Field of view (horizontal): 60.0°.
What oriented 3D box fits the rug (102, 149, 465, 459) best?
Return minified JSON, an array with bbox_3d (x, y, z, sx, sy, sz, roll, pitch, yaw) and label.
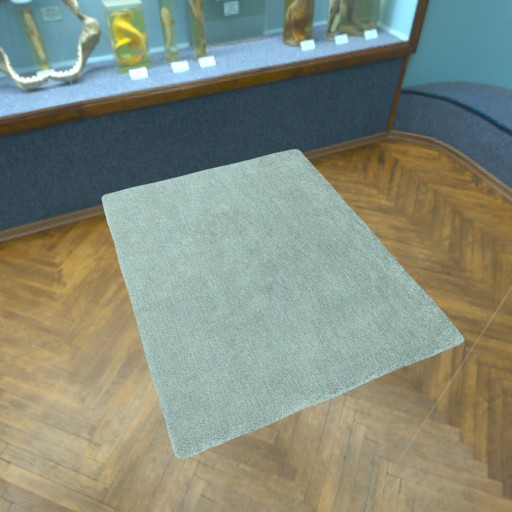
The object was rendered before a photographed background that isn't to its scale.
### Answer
[{"bbox_3d":[0.000,0.000,4.035,2.332,0.027,2.933,-17,49,-16],"label":"rug"}]
